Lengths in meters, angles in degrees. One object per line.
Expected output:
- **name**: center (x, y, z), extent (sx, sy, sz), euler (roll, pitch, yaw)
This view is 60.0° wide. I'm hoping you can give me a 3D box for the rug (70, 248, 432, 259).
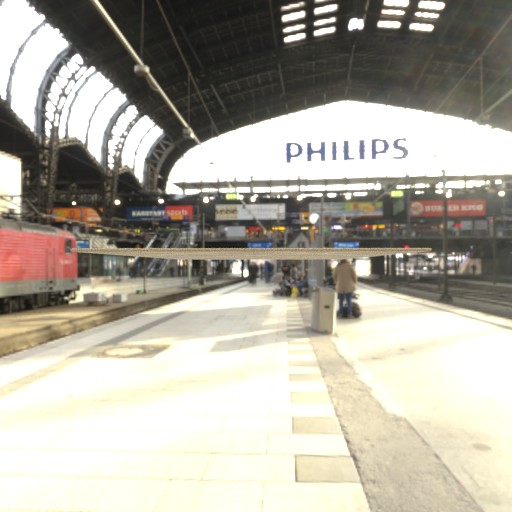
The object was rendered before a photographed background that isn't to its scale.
- **rug**: center (0.000, 0.000, 2.994), extent (1.526, 0.014, 2.290), euler (0, -1, 2)
